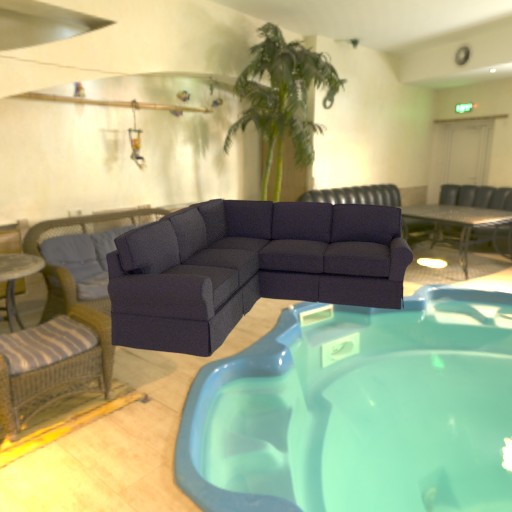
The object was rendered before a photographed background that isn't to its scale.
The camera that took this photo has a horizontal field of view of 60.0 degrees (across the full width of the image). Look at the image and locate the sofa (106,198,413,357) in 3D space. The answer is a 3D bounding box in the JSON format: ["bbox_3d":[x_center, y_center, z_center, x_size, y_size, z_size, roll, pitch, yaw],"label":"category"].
[{"bbox_3d":[0.000,0.000,5.280,3.773,1.169,2.874,-12,18,-42],"label":"sofa"}]
